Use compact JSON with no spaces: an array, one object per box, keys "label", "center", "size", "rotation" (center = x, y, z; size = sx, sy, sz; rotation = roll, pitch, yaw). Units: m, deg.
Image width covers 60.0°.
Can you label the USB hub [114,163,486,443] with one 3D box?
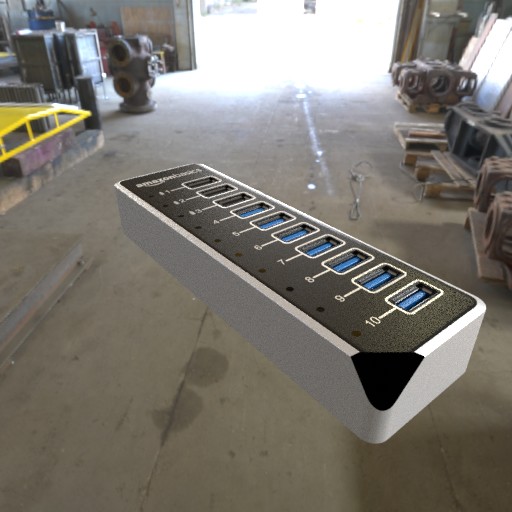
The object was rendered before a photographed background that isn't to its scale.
[{"label":"USB hub","center":[0.000,0.000,0.159],"size":[0.044,0.023,0.145],"rotation":[-22,37,-32]}]
